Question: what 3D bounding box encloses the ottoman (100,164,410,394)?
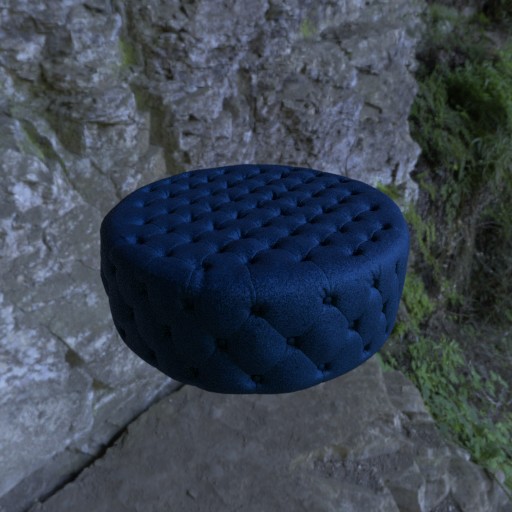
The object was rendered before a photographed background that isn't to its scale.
[{"bbox_3d":[0.000,0.000,1.527,0.998,0.398,0.998,0,29,0],"label":"ottoman"}]
